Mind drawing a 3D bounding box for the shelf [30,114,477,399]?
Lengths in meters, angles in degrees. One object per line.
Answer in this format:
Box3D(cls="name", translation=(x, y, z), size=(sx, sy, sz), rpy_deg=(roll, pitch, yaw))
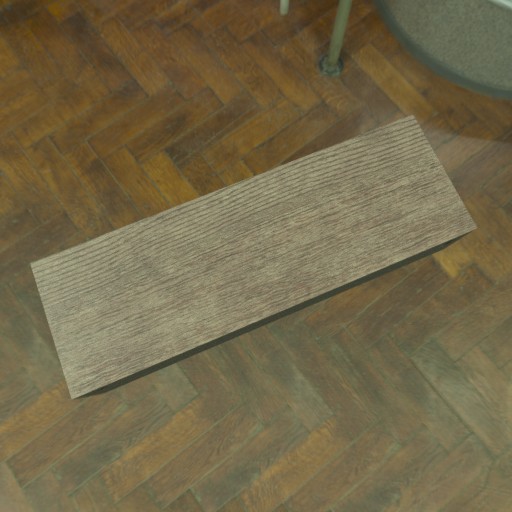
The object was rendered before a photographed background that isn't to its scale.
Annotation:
Box3D(cls="shelf", translation=(0.000, 0.000, 0.694), size=(0.610, 0.125, 0.200), rpy_deg=(-22, 77, -5))
